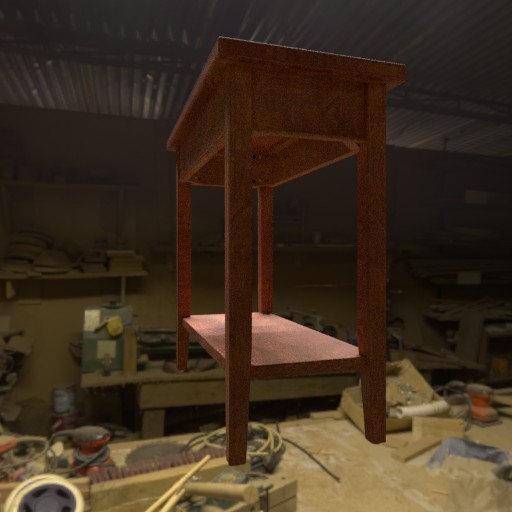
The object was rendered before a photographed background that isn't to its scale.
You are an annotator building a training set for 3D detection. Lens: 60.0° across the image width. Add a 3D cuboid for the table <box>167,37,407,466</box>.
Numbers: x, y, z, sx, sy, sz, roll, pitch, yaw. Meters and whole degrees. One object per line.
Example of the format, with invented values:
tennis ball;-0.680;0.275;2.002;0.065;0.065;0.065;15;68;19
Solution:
table;0.000;0.000;0.946;0.305;0.610;0.610;0;1;-18
